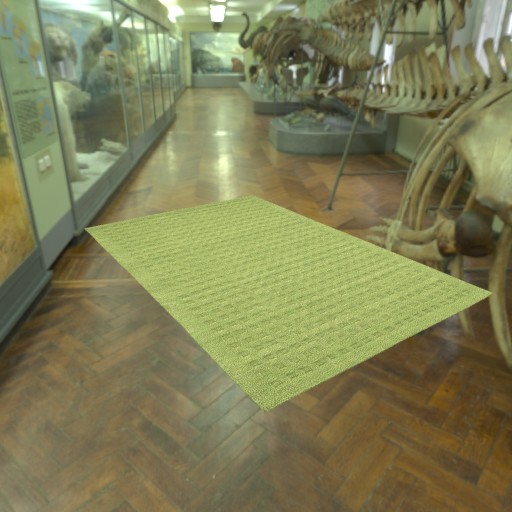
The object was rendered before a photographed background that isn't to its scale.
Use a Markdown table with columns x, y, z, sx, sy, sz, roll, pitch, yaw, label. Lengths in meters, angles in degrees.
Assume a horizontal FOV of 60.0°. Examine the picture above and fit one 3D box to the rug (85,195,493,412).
| x | y | z | sx | sy | sz | roll | pitch | yaw | label |
| --- | --- | --- | --- | --- | --- | --- | --- | --- | --- |
| 0.000 | 0.000 | 2.851 | 1.529 | 0.007 | 2.297 | -16 | 29 | -32 | rug |
